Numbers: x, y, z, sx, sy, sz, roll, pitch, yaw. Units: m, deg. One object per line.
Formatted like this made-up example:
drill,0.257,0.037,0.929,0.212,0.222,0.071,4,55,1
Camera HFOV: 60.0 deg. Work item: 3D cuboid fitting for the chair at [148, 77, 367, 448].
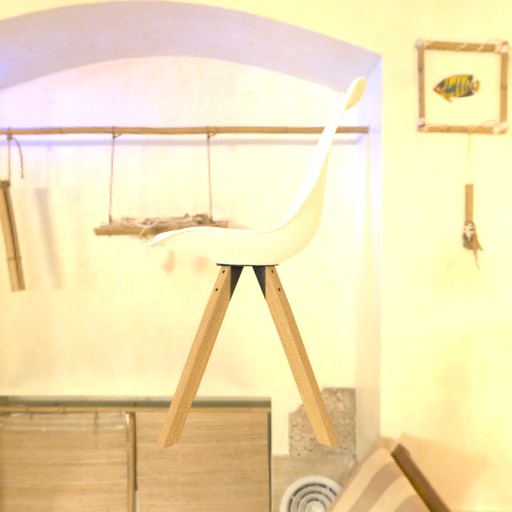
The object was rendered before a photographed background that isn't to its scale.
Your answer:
chair,0.000,0.000,1.163,0.550,0.849,0.485,0,1,-1
